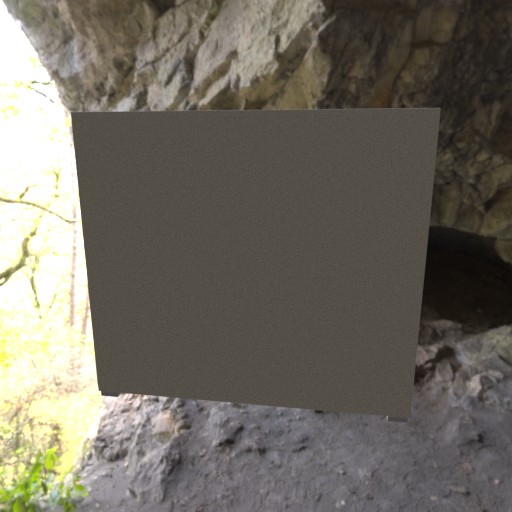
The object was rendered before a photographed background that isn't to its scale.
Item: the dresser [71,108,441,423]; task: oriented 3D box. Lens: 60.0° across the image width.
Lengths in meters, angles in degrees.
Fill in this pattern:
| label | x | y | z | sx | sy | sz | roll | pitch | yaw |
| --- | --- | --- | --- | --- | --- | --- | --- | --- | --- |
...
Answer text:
| label | x | y | z | sx | sy | sz | roll | pitch | yaw |
| --- | --- | --- | --- | --- | --- | --- | --- | --- | --- |
| dresser | 0.000 | 0.000 | 1.644 | 1.100 | 1.000 | 0.460 | 2 | 15 | 8 |
